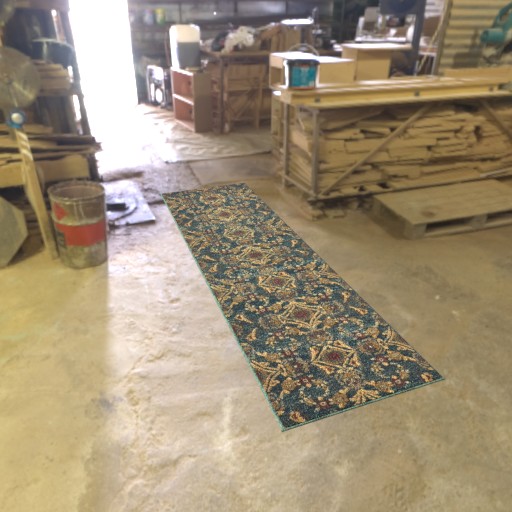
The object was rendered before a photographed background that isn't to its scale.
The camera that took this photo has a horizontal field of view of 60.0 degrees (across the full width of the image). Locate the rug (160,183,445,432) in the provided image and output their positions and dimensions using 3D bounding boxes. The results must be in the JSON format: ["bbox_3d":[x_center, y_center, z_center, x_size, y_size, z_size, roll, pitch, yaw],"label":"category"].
[{"bbox_3d":[0.000,0.000,2.520,0.685,0.014,2.292,-11,31,-18],"label":"rug"}]
